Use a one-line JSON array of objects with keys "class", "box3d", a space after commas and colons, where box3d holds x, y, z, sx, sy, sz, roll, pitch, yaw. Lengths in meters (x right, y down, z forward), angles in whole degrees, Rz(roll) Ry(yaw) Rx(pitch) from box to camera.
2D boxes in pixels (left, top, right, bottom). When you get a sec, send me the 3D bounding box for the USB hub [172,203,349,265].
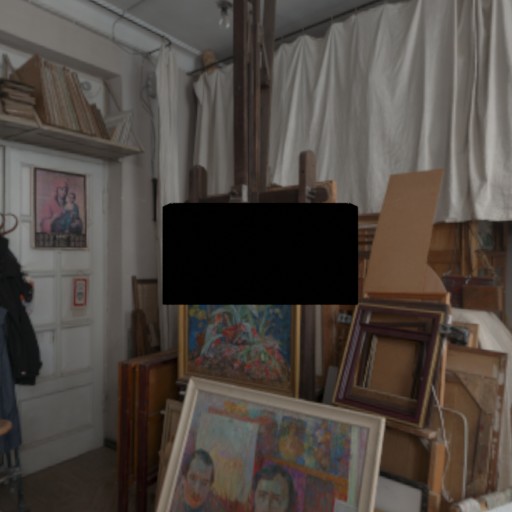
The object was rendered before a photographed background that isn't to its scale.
[{"class": "USB hub", "box3d": [0.000, 0.000, 0.163, 0.044, 0.023, 0.145, 0, 0, -1]}]
